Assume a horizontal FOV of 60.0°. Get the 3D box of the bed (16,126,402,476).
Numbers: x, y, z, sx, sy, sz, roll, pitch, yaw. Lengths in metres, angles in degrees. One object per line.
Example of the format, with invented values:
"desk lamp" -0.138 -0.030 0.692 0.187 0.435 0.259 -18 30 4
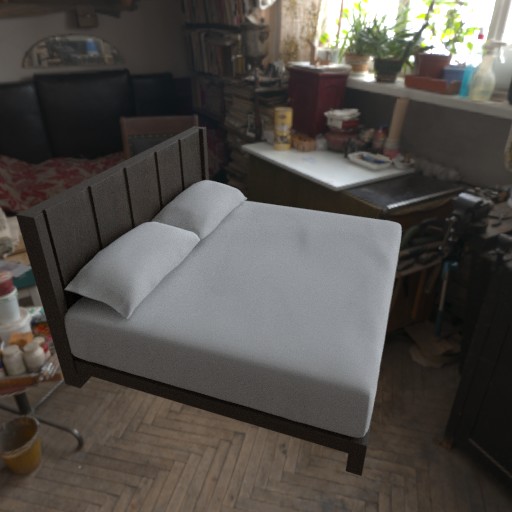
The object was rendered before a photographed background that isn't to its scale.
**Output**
"bed" 0.000 0.000 3.301 2.012 1.270 2.134 10 31 17
